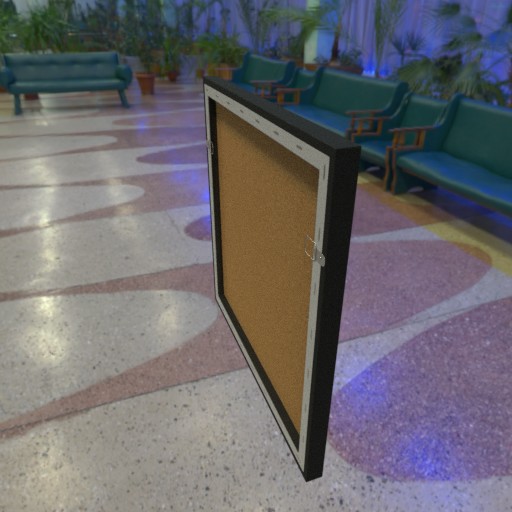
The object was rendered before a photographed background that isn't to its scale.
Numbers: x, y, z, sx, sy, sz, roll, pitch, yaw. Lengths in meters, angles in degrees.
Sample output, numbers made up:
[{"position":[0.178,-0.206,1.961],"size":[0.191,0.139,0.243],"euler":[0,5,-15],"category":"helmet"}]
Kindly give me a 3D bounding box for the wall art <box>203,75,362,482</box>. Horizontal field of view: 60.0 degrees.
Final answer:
[{"position":[0.000,0.000,1.122],"size":[0.044,0.758,0.758],"euler":[-10,31,-17],"category":"wall art"}]
